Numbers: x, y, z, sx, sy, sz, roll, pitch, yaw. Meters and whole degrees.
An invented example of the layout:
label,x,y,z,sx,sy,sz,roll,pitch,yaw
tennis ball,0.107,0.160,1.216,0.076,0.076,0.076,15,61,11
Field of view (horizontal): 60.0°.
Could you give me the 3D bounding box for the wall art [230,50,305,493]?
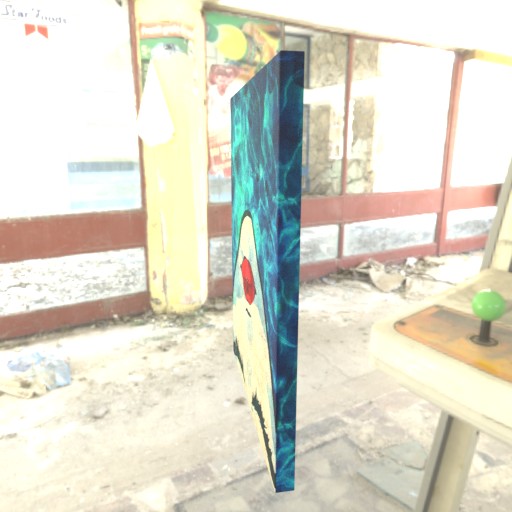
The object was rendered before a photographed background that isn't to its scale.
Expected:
label,x,y,z,sx,sy,sz,roll,pitch,yaw
wall art,0.000,0.000,1.029,0.038,0.760,0.609,-2,14,-10
